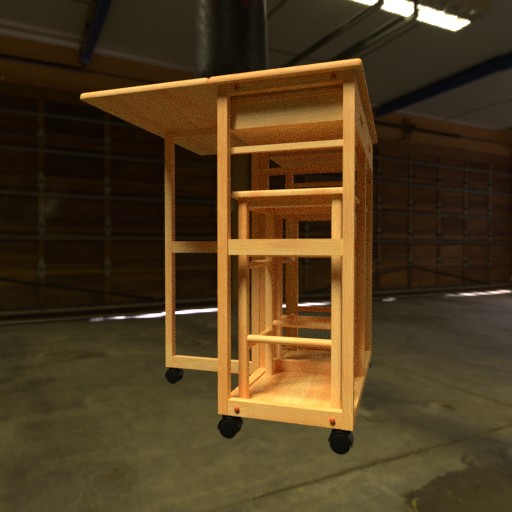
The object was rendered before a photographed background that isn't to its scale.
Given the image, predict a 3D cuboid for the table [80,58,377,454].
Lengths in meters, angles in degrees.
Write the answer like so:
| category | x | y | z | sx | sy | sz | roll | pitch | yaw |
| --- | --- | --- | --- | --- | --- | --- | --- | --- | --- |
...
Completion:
| category | x | y | z | sx | sy | sz | roll | pitch | yaw |
| --- | --- | --- | --- | --- | --- | --- | --- | --- | --- |
| table | 0.000 | 0.000 | 1.375 | 0.693 | 0.832 | 0.752 | 0 | 1 | 18 |
